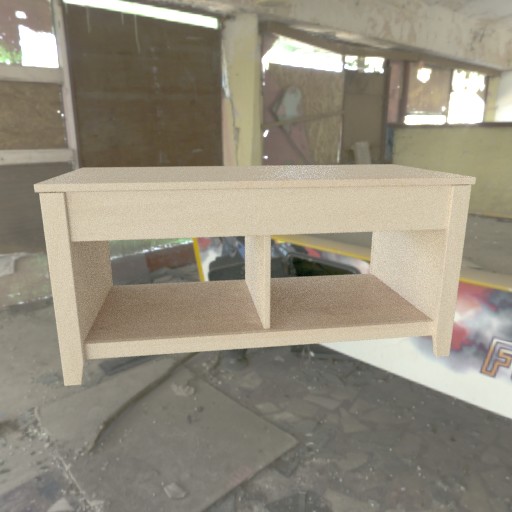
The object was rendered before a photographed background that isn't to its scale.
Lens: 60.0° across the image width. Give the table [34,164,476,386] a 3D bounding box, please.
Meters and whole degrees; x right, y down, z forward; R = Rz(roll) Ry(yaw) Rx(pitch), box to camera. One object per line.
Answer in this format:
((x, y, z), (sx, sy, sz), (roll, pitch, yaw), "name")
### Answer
((0.000, 0.000, 1.289), (1.016, 0.483, 0.457), (-2, 16, -8), "table")
